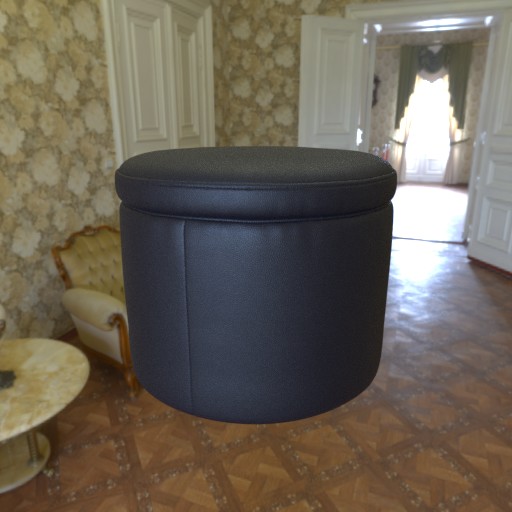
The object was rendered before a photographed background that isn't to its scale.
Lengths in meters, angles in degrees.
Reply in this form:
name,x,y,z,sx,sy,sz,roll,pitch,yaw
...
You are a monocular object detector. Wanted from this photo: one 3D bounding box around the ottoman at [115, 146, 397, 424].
name,x,y,z,sx,sy,sz,roll,pitch,yaw
ottoman,0.000,0.000,0.865,0.501,0.409,0.501,0,16,0
